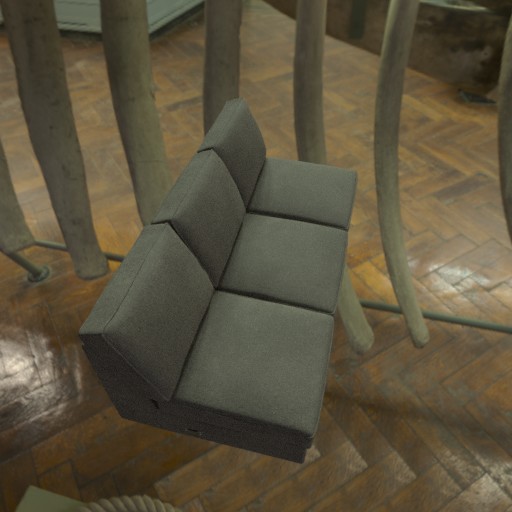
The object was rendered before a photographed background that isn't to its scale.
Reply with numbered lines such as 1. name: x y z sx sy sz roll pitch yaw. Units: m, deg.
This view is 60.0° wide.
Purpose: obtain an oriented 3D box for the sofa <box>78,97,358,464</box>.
1. sofa: 0.000 0.000 2.578 1.027 0.973 1.962 11 48 10
